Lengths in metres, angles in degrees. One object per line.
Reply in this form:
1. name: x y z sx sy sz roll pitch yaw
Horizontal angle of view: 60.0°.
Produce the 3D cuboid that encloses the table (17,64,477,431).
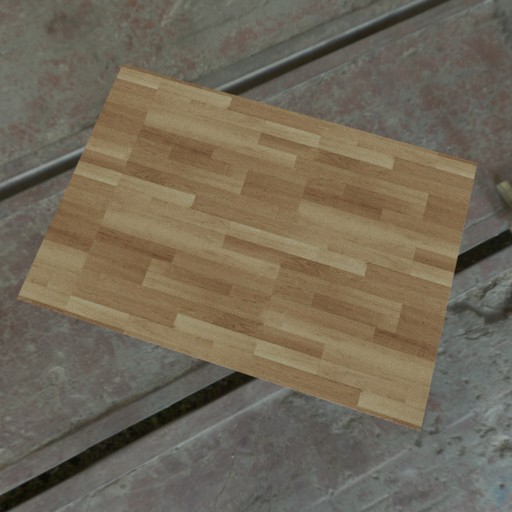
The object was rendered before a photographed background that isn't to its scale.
1. table: 0.000 0.000 1.820 1.300 0.750 0.900 17 77 4
